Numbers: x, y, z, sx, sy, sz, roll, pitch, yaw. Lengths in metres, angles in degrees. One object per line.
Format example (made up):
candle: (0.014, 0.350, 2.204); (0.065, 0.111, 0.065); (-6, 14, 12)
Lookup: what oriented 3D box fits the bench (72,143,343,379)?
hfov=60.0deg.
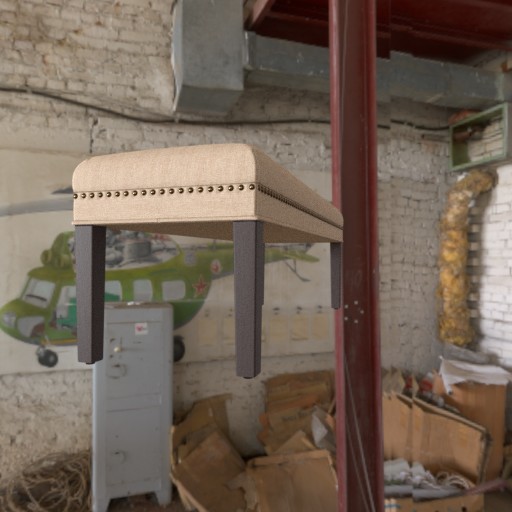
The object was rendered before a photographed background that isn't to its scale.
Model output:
bench: (0.000, 0.000, 1.430); (0.410, 0.457, 1.219); (0, 0, 18)
